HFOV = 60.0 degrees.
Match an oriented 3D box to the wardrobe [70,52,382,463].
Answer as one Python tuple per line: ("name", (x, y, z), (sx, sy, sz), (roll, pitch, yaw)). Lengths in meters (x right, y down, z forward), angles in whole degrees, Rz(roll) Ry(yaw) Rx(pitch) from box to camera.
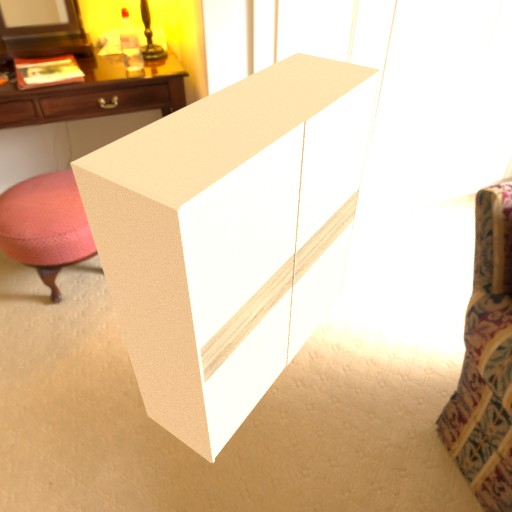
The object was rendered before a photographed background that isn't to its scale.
("wardrobe", (0.000, 0.000, 2.936), (0.600, 2.020, 1.830), (25, 47, 26))
